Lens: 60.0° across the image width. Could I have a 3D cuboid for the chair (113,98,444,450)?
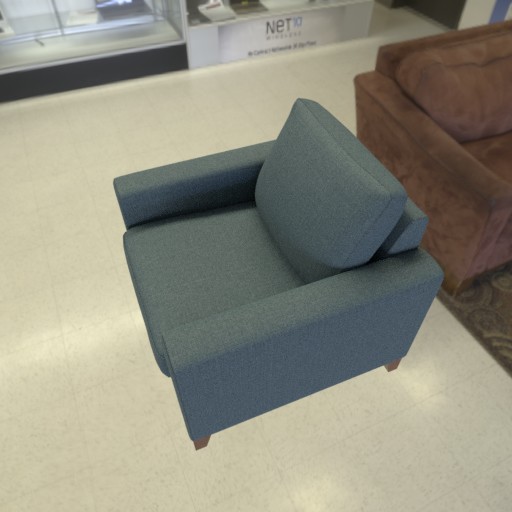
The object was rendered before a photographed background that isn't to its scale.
[{"bbox_3d":[0.000,0.000,1.891,1.038,1.010,1.024,-17,50,-15],"label":"chair"}]
